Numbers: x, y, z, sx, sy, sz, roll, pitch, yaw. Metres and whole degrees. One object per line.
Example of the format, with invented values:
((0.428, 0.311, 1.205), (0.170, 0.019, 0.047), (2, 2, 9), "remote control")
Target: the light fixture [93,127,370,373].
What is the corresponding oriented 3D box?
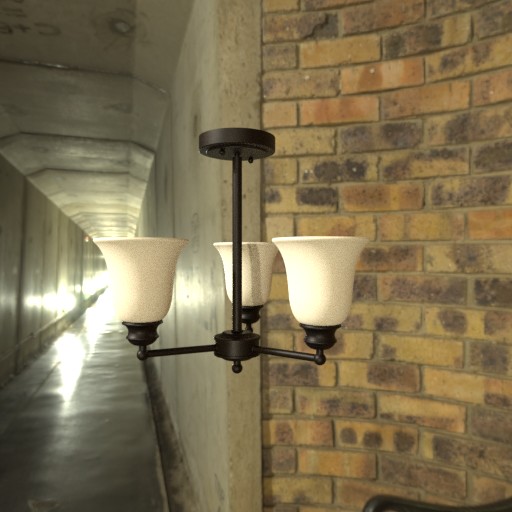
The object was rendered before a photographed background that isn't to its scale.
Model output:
((0.000, 0.000, 0.677), (0.354, 0.370, 0.388), (0, 0, 36), "light fixture")
